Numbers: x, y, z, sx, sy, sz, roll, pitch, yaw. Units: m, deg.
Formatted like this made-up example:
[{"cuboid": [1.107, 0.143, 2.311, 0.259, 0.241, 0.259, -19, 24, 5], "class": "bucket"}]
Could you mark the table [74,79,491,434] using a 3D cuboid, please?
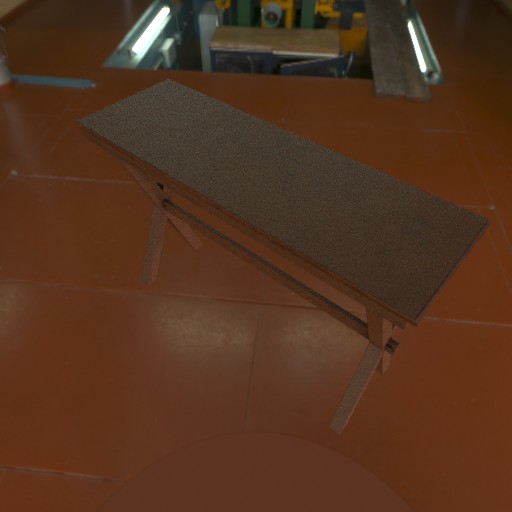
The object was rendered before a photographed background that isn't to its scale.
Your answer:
[{"cuboid": [0.000, 0.000, 1.534, 1.197, 0.763, 0.399, 32, 54, 27], "class": "table"}]
